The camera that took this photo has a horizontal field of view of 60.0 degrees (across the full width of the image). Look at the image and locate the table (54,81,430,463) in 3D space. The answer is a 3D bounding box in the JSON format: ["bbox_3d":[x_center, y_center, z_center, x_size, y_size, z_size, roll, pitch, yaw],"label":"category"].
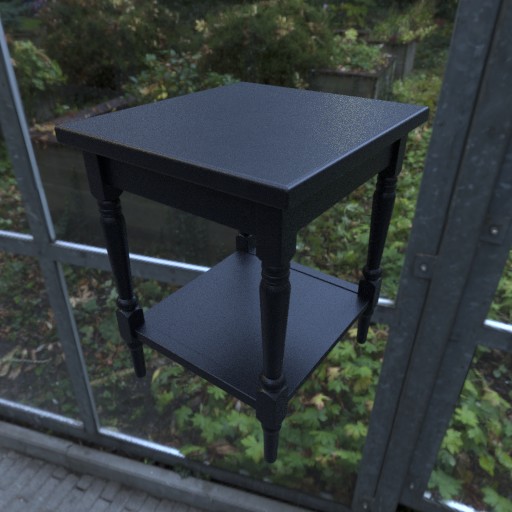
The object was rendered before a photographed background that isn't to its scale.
[{"bbox_3d":[0.000,0.000,0.906,0.442,0.565,0.488,21,37,30],"label":"table"}]
